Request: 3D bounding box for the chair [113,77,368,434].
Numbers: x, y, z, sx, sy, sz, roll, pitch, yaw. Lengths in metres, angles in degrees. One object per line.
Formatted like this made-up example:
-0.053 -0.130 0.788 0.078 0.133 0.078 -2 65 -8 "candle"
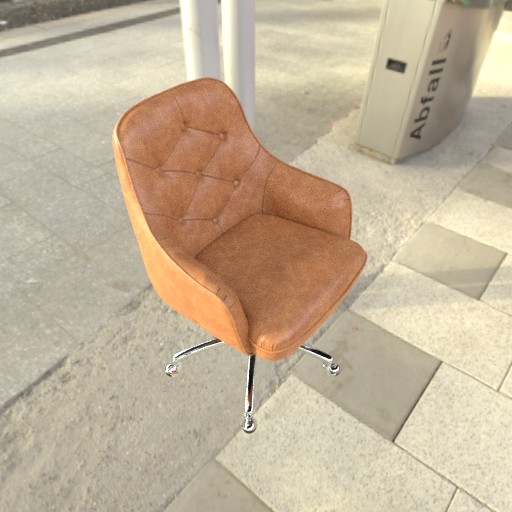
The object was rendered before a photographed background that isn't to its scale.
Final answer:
0.000 0.000 1.366 0.615 0.909 0.628 27 47 28 "chair"
